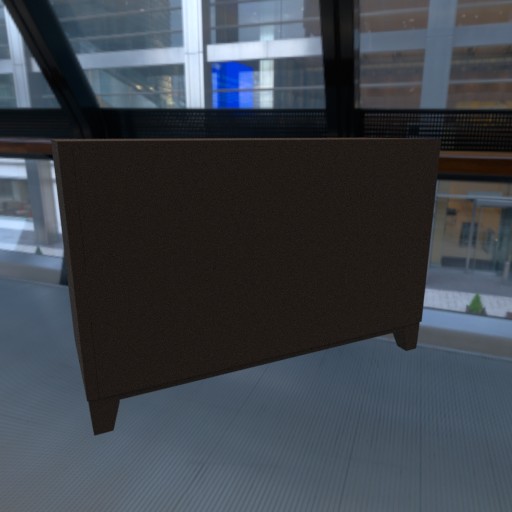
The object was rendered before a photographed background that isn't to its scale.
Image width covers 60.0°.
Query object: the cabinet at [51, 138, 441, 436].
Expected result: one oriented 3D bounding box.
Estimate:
[{"bbox_3d":[0.000,0.000,1.790,1.396,0.914,0.482,-7,17,-25],"label":"cabinet"}]
